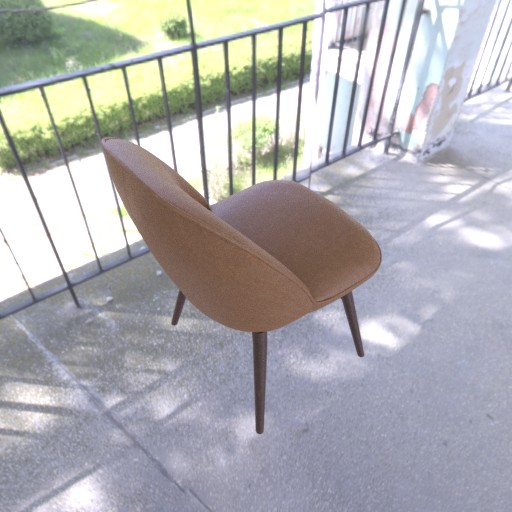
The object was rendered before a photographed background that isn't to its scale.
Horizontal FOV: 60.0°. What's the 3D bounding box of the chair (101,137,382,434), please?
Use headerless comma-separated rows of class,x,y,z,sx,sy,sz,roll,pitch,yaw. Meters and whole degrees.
chair,0.000,0.000,1.232,0.631,0.831,0.521,-28,50,-26
